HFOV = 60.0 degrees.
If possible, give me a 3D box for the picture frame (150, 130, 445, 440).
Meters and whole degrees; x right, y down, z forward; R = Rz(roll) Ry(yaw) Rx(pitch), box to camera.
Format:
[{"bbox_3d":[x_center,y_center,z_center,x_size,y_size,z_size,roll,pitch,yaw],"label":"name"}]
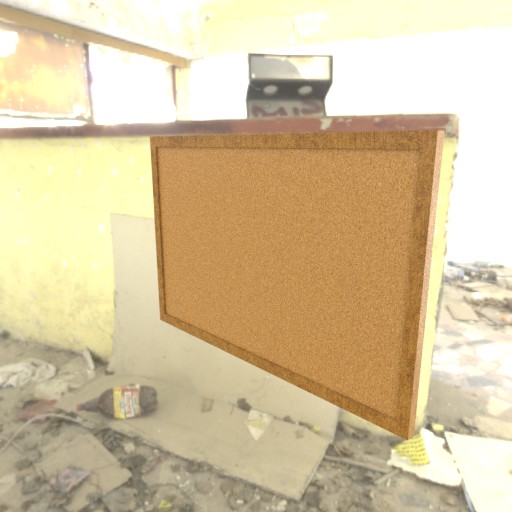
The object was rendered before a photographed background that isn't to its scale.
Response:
[{"bbox_3d":[0.000,0.000,1.171,0.029,0.621,0.922,-14,20,-43],"label":"picture frame"}]
